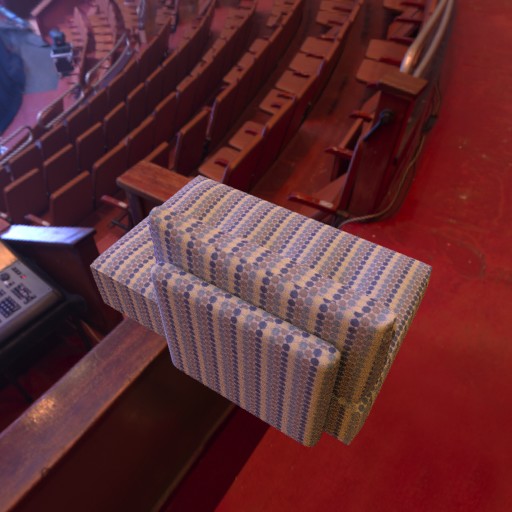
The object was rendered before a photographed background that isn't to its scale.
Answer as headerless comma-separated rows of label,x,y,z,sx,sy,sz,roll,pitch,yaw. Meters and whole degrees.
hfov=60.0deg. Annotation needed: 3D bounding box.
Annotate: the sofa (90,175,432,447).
sofa,0.000,0.000,2.051,1.450,0.820,1.000,24,50,22
